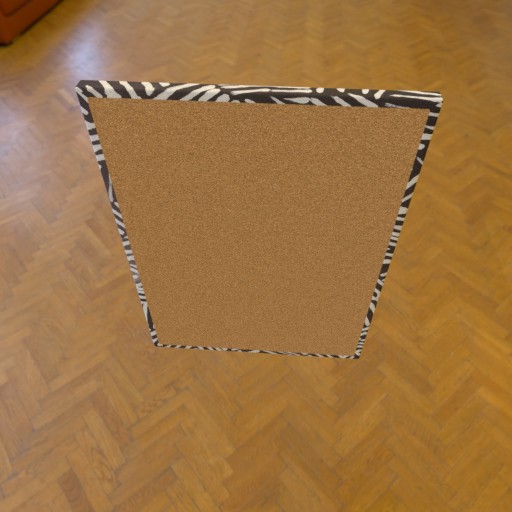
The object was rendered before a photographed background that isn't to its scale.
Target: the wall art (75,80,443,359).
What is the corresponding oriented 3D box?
[{"bbox_3d":[0.000,0.000,1.296,0.765,1.017,0.038,3,47,3],"label":"wall art"}]
